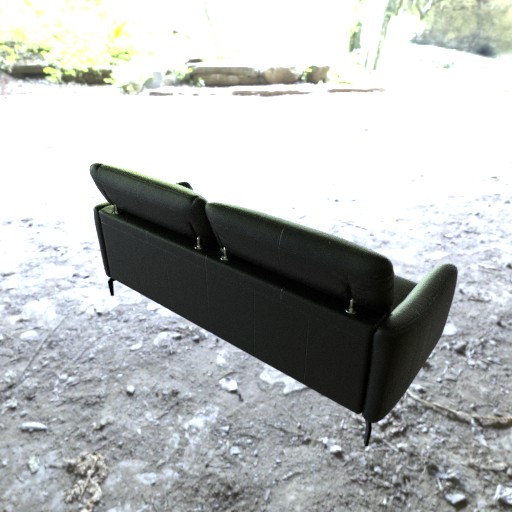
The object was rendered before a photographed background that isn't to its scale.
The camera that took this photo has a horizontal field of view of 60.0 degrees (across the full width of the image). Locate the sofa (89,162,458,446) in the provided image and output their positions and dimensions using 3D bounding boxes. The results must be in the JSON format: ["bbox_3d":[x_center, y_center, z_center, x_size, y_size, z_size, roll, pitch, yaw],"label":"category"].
[{"bbox_3d":[0.000,0.000,2.568,2.069,0.957,0.856,22,36,33],"label":"sofa"}]
